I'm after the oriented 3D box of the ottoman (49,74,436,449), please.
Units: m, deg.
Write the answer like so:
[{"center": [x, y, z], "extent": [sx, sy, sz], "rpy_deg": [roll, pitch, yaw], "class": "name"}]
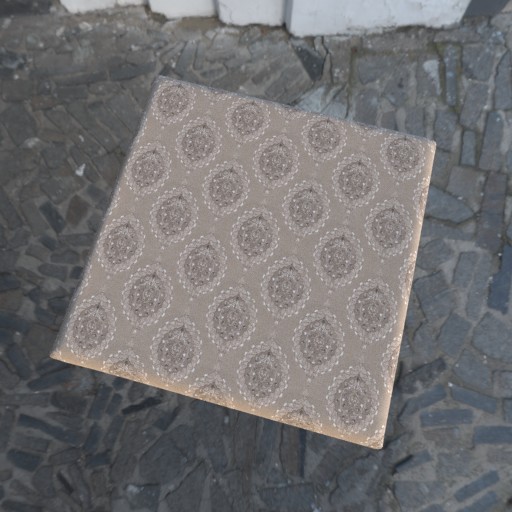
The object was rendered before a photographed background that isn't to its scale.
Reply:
[{"center": [0.000, 0.000, 1.382], "extent": [0.889, 0.411, 0.890], "rpy_deg": [14, 75, 4], "class": "ottoman"}]
